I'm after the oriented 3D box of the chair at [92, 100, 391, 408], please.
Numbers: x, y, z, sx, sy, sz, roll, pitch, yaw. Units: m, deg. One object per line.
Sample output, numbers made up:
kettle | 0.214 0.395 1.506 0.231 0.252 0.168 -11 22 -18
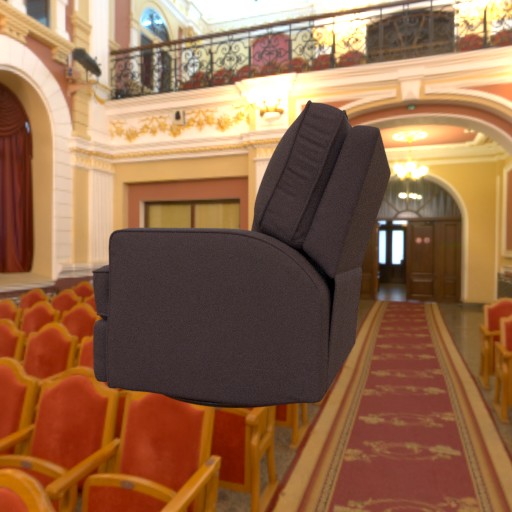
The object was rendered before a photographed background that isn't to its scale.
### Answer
chair | 0.000 0.000 1.709 0.964 0.962 0.861 0 1 19
